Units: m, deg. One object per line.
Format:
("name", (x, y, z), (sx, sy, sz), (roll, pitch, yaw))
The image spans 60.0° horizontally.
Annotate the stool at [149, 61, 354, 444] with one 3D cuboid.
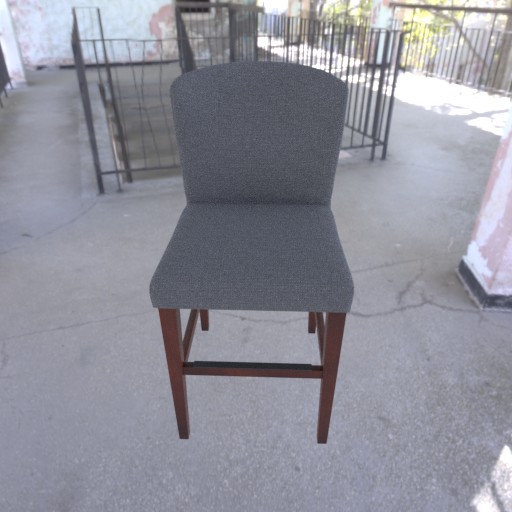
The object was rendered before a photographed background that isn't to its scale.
("stool", (0.000, 0.000, 1.275), (0.479, 0.968, 0.568), (1, 31, 2))
